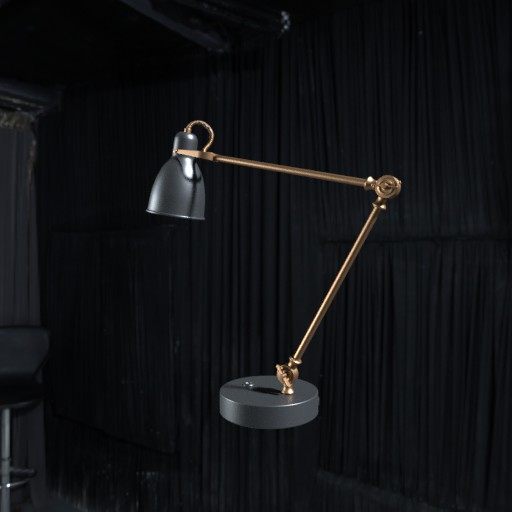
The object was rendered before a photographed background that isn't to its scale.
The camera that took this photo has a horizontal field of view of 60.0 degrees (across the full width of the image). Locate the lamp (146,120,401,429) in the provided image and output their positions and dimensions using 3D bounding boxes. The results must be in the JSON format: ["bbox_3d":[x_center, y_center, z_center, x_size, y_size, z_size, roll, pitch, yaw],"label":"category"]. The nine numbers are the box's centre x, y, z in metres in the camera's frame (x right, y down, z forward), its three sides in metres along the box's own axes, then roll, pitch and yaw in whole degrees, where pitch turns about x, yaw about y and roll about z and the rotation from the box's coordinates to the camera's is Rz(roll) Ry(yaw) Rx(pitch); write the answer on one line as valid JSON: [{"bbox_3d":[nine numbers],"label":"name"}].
[{"bbox_3d":[0.000,0.000,0.861,0.561,0.587,0.187,0,1,35],"label":"lamp"}]
